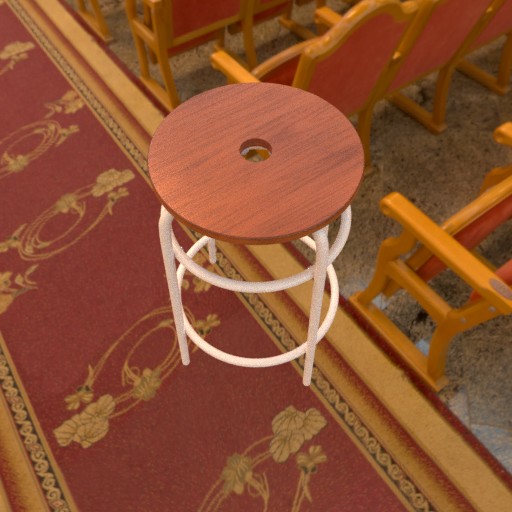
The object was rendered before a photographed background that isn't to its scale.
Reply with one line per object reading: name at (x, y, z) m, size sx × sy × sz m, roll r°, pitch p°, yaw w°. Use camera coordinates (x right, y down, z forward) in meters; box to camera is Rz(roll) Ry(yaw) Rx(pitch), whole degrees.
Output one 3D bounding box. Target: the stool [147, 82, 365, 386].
stool at (0.000, 0.000, 0.942) m, size 0.455 × 0.610 × 0.455 m, roll -31°, pitch 62°, yaw -18°
